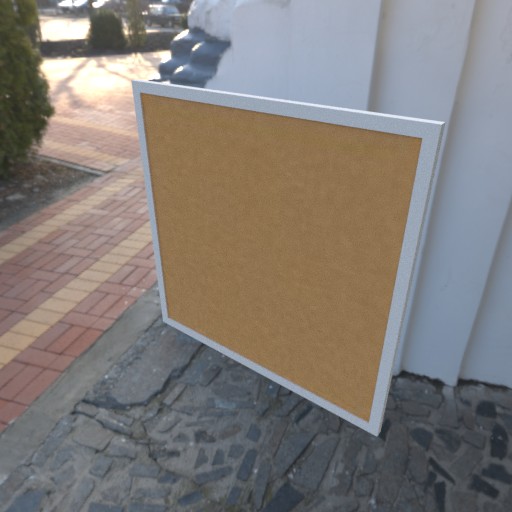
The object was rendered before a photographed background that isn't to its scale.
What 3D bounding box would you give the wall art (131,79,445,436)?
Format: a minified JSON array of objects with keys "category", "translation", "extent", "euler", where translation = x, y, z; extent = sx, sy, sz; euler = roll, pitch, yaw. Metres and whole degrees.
[{"category":"wall art","translation":[0.000,0.000,0.666],"extent":[0.457,0.457,0.012],"euler":[20,36,31]}]
